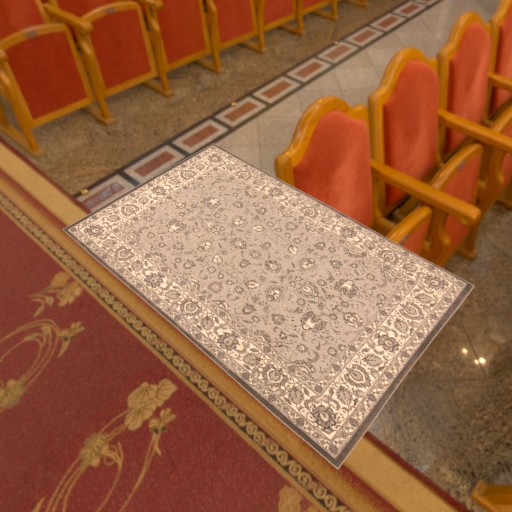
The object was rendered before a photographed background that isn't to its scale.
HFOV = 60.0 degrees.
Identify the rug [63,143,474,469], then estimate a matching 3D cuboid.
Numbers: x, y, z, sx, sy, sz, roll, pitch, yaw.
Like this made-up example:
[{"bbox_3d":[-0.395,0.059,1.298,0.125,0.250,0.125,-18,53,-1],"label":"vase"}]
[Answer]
[{"bbox_3d":[0.000,0.000,3.039,2.438,0.011,1.524,34,56,27],"label":"rug"}]
